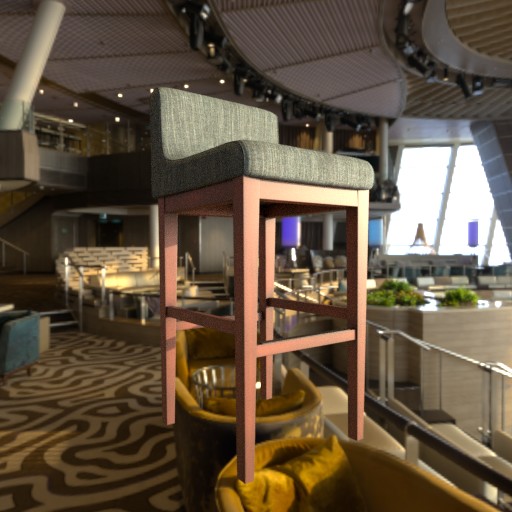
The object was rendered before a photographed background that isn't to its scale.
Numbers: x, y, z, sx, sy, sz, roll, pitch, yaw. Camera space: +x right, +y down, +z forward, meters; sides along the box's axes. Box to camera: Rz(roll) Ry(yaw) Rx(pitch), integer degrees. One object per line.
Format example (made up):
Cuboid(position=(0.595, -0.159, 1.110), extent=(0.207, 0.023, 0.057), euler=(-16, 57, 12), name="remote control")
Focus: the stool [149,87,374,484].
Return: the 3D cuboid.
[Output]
Cuboid(position=(0.000, 0.000, 1.227), extent=(0.426, 0.965, 0.499), euler=(-1, 1, -36), name="stool")
